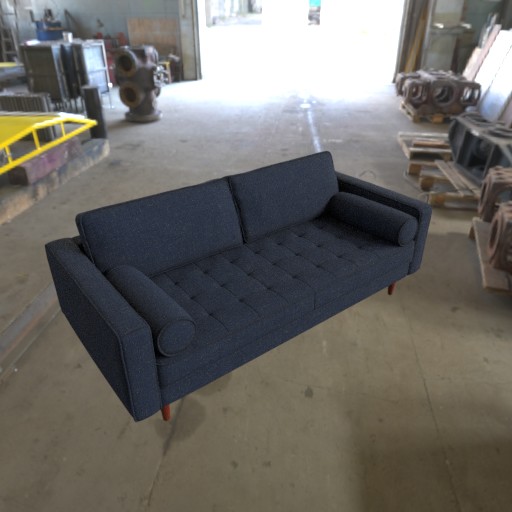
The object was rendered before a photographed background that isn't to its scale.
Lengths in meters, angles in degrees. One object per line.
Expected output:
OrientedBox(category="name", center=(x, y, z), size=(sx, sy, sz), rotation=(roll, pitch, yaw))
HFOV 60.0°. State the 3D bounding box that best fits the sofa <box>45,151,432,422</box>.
OrientedBox(category="sofa", center=(0.000, 0.000, 2.392), size=(1.880, 0.762, 0.914), rotation=(-21, 36, -32))
